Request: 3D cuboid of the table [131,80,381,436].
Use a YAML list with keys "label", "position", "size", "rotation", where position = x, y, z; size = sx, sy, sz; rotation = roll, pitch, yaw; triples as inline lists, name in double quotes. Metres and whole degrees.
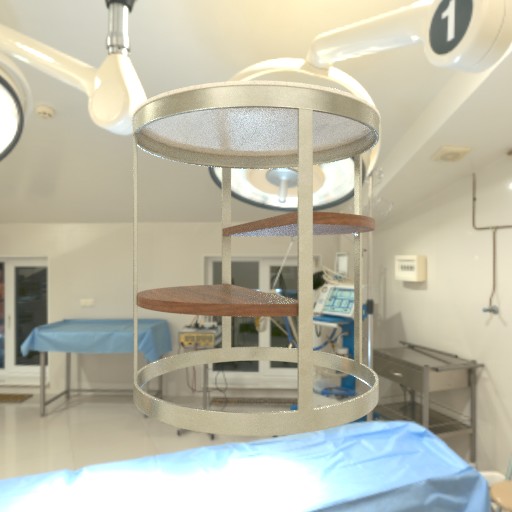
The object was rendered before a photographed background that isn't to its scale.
- label: "table"
  position: [0.000, 0.000, 0.752]
  size: [0.407, 0.447, 0.407]
  rotation: [0, 0, 0]
